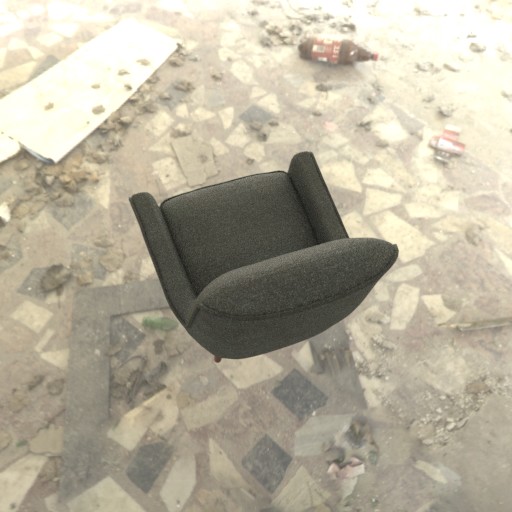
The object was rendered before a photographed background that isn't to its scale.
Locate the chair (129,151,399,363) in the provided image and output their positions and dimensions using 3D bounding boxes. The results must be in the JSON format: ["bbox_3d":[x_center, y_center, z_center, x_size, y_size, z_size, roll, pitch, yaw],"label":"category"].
[{"bbox_3d":[0.000,0.000,1.582,0.763,0.883,0.859,-16,59,-10],"label":"chair"}]
